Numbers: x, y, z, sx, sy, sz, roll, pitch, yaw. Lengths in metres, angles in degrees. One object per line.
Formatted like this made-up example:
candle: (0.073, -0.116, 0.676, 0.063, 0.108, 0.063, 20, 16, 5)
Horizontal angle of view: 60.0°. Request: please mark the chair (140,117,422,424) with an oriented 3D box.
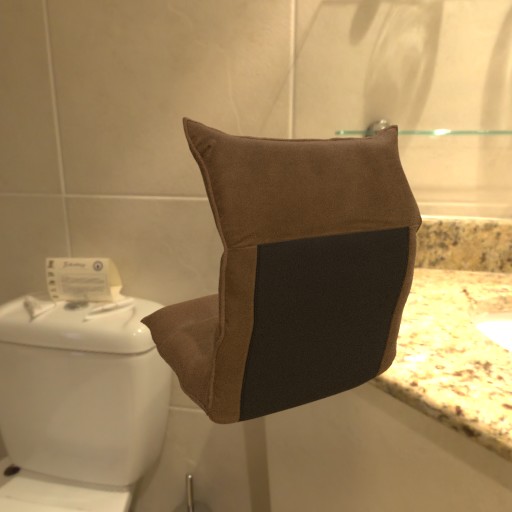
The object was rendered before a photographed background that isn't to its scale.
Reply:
chair: (0.000, 0.000, 1.589, 0.714, 0.892, 0.985, -7, 15, -26)
